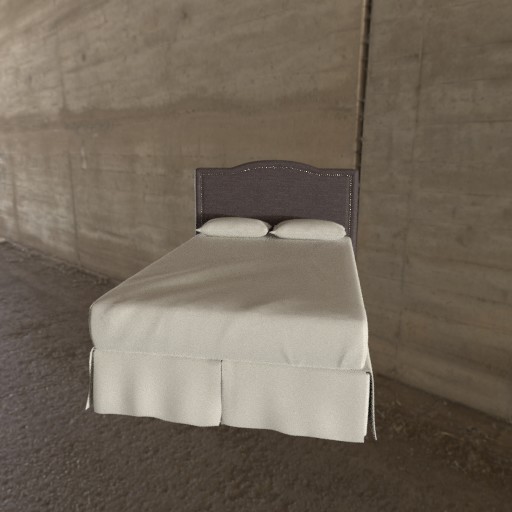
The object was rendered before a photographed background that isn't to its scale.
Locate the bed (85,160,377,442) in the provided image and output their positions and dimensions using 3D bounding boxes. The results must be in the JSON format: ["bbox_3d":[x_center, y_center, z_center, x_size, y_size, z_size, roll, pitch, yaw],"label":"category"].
[{"bbox_3d":[0.000,0.000,3.541,1.741,1.441,2.507,2,14,9],"label":"bed"}]
